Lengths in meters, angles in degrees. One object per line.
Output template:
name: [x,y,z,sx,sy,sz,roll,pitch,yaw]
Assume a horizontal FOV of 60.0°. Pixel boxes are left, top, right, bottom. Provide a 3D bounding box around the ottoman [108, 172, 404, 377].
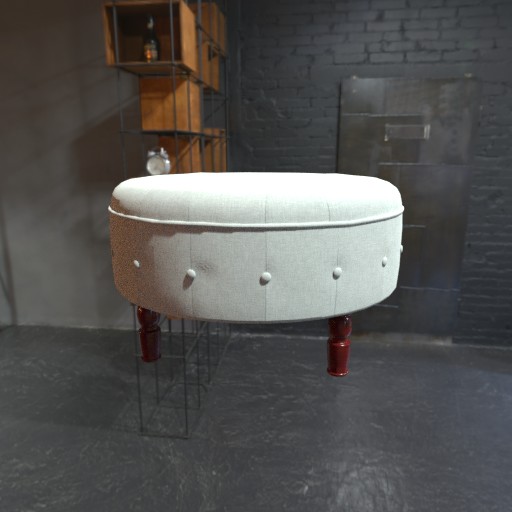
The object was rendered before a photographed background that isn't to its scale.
ottoman: [0.000,0.000,1.375,0.850,0.483,0.850,0,13,0]
